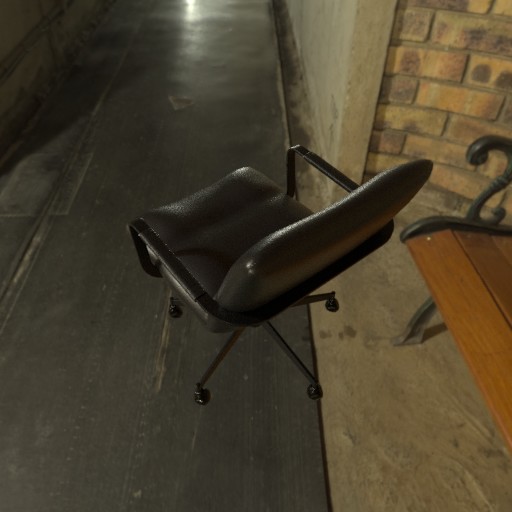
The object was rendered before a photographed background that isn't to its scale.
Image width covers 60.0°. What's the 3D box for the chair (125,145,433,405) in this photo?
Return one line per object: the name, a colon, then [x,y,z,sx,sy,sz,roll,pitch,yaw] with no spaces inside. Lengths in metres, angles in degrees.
chair: [0.000,0.000,1.471,0.719,0.922,0.748,-30,53,-25]
